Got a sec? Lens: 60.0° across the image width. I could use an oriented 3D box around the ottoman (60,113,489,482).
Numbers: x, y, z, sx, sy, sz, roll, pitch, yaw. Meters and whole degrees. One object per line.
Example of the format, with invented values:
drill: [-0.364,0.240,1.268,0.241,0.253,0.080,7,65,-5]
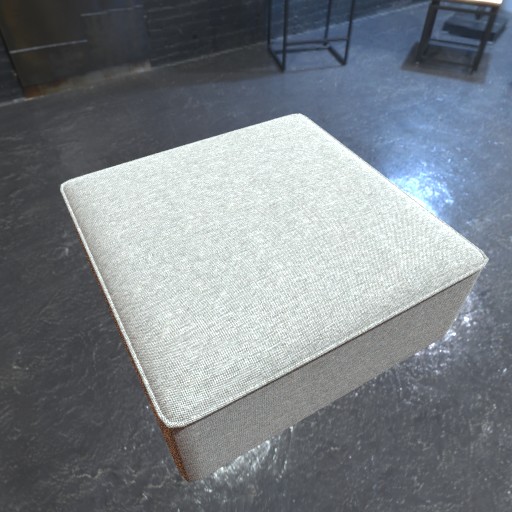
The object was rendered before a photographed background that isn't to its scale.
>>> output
ottoman: [0.000,0.000,1.517,1.005,0.455,1.005,-22,50,-20]
